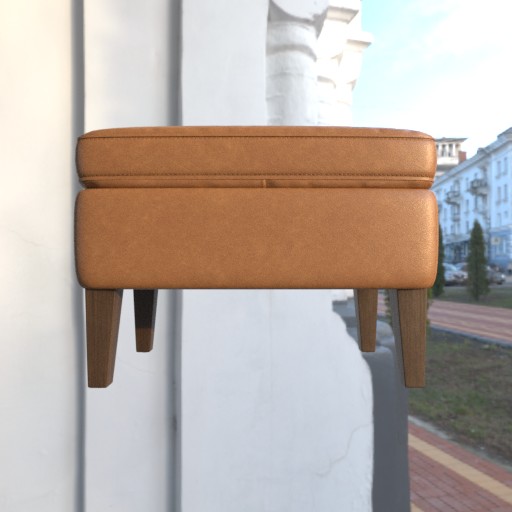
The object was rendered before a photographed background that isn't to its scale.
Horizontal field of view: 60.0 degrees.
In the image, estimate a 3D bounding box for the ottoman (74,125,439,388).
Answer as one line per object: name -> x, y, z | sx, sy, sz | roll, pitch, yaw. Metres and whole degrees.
ottoman -> 0.000, 0.000, 0.963 | 0.670, 0.480, 0.420 | 0, -1, 0
